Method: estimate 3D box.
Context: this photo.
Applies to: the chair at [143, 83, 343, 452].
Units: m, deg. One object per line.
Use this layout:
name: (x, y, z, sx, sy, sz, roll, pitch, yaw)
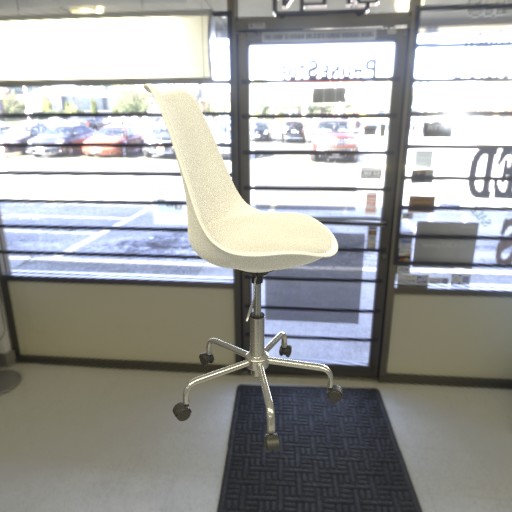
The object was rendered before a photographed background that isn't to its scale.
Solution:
chair: (0.000, 0.000, 1.296, 0.550, 0.930, 0.550, 3, 18, 8)
